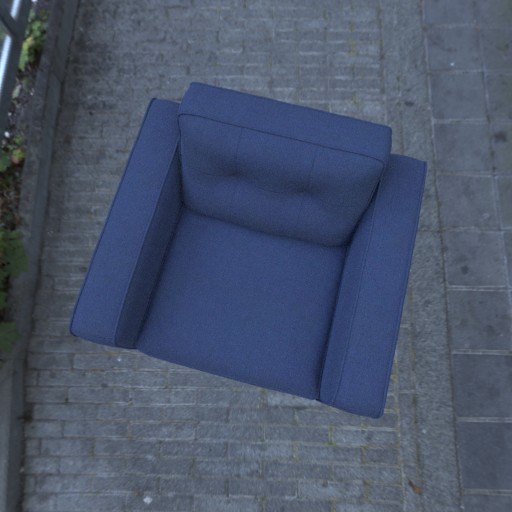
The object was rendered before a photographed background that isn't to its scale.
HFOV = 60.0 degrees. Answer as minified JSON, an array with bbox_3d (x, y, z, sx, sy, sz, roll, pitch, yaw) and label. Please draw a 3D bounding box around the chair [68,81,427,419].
[{"bbox_3d":[0.000,0.000,1.740,1.118,0.783,0.953,14,76,4],"label":"chair"}]
